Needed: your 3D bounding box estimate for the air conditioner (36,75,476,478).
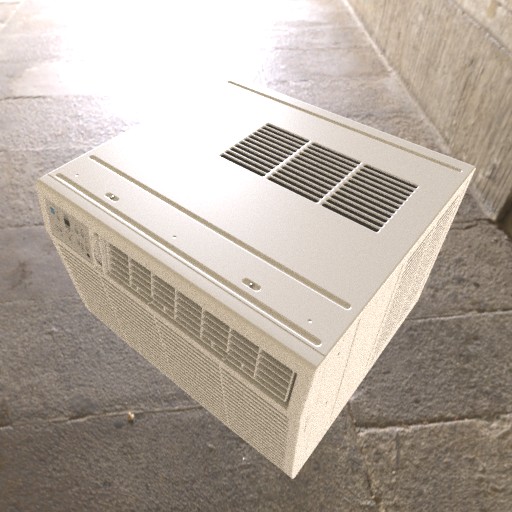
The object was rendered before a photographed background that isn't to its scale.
[{"bbox_3d":[0.000,0.000,1.022,0.645,0.455,0.599,30,54,25],"label":"air conditioner"}]
